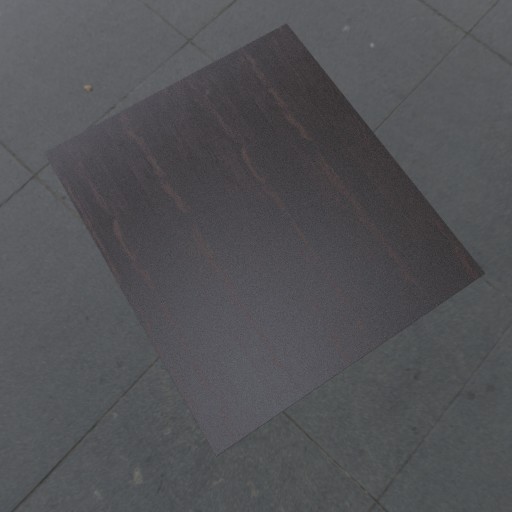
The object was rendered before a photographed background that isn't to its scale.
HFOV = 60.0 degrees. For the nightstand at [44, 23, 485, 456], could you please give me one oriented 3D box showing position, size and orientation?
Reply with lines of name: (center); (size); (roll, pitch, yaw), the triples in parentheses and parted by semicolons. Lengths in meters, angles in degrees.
nightstand: (0.000, 0.000, 0.860); (0.427, 0.487, 0.489); (-32, 77, -8)
